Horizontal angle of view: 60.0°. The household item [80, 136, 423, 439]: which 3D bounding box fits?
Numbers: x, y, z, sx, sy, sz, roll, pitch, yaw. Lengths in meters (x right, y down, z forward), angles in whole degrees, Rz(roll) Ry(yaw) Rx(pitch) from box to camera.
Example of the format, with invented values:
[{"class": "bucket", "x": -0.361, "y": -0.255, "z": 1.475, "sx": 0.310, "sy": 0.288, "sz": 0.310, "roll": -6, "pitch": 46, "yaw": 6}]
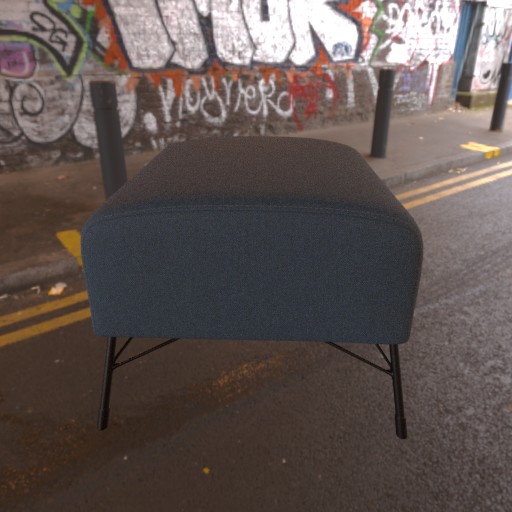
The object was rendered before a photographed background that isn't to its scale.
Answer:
[{"class": "household item", "x": 0.000, "y": 0.000, "z": 0.900, "sx": 0.530, "sy": 0.420, "sz": 0.530, "roll": 1, "pitch": 25, "yaw": 2}]
